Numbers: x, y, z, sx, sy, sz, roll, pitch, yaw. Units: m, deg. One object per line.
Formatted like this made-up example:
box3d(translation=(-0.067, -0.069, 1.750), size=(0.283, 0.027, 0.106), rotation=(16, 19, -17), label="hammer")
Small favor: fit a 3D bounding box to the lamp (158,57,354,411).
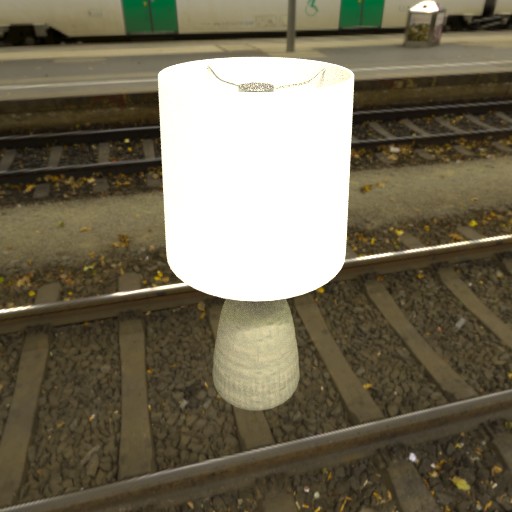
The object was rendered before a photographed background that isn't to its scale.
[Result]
box3d(translation=(0.000, 0.000, 0.475), size=(0.186, 0.369, 0.186), rotation=(0, 32, 0), label="lamp")
